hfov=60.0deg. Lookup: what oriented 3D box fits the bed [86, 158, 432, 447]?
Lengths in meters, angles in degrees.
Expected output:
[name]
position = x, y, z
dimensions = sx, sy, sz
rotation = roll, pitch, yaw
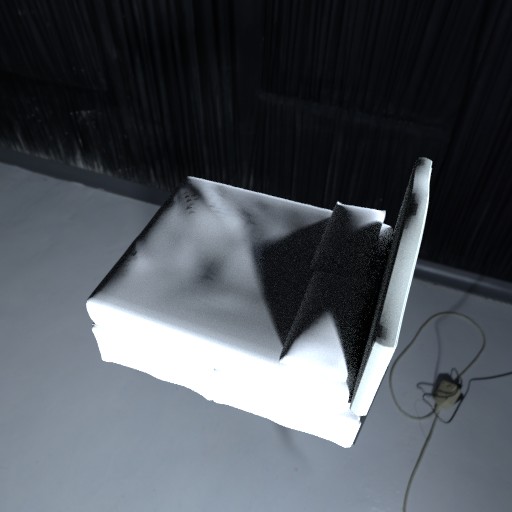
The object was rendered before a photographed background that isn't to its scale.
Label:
[bed]
position = 0.000, 0.000, 3.451
dimensions = 2.180, 1.607, 1.813
rotation = 16, 49, 14
